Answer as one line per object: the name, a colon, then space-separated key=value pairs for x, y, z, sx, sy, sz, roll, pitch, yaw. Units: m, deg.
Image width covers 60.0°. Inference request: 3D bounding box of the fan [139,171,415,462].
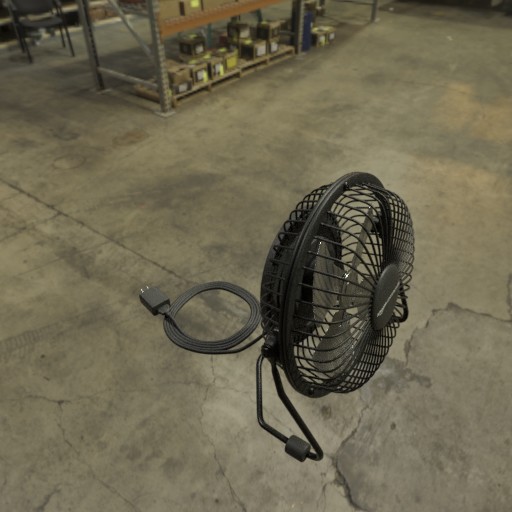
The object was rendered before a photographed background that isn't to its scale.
fan: x=0.000 y=0.000 z=0.304 sx=0.202 sy=0.152 sz=0.153 roll=25 pitch=46 yaw=26
